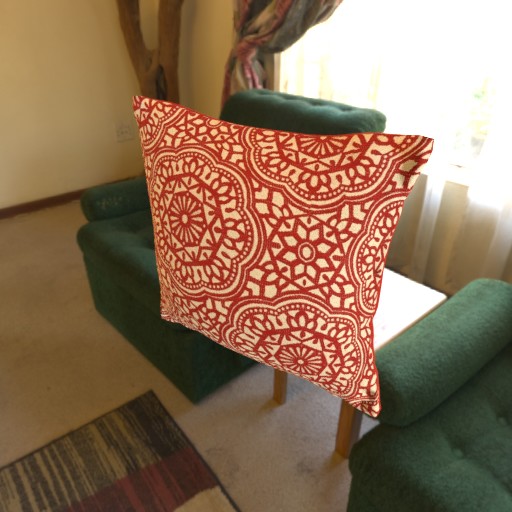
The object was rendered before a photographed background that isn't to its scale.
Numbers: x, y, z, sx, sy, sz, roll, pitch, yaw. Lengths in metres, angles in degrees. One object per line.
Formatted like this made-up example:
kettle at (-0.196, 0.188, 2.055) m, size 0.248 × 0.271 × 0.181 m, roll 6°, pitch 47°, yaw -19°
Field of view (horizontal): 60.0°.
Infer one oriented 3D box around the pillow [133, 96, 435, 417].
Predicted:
pillow at (0.000, 0.000, 0.660) m, size 0.438 × 0.419 × 0.162 m, roll 18°, pitch 35°, yaw 28°
